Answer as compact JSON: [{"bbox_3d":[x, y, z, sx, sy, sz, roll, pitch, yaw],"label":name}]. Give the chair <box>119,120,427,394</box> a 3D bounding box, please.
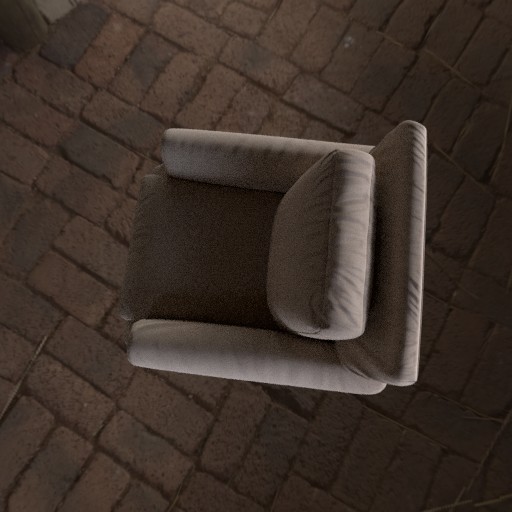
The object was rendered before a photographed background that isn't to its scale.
[{"bbox_3d":[0.000,0.000,1.741,1.066,0.866,0.940,6,79,1],"label":"chair"}]
